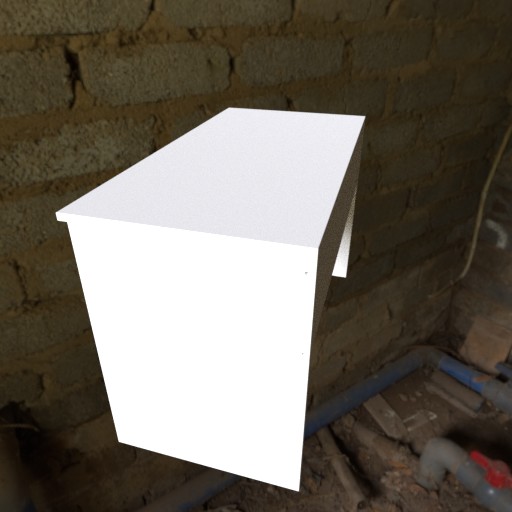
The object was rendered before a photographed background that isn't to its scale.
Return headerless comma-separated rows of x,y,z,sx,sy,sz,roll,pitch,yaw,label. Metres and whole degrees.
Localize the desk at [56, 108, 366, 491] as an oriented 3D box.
0.000,0.000,1.508,0.560,0.730,1.100,8,31,14,desk
